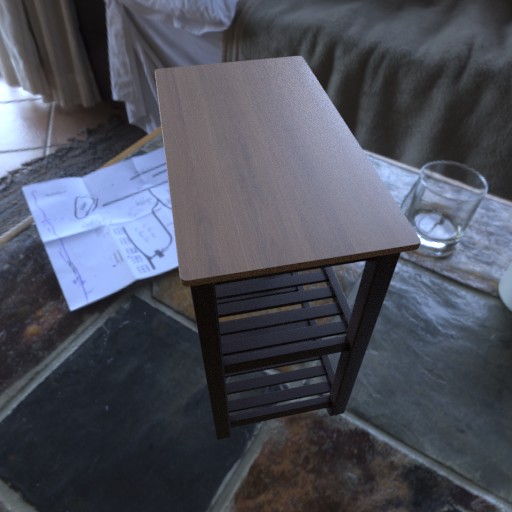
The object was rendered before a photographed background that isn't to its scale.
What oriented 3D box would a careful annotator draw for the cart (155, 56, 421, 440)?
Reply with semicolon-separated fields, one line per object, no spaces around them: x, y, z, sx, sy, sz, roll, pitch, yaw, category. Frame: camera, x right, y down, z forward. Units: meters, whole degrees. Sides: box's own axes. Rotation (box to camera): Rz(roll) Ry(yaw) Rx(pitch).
0.000;0.000;1.441;0.457;0.927;0.899;-9;48;-8;cart
